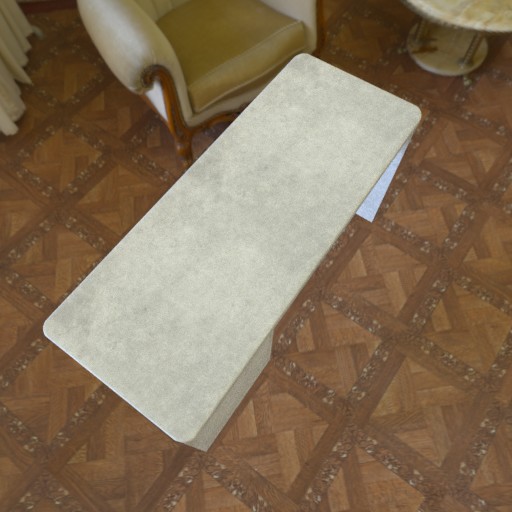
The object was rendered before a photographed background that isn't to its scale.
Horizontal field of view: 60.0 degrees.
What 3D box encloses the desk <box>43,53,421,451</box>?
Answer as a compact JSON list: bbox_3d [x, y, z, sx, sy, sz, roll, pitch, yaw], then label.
[{"bbox_3d":[0.000,0.000,1.789,0.550,0.755,1.400,32,69,14],"label":"desk"}]
